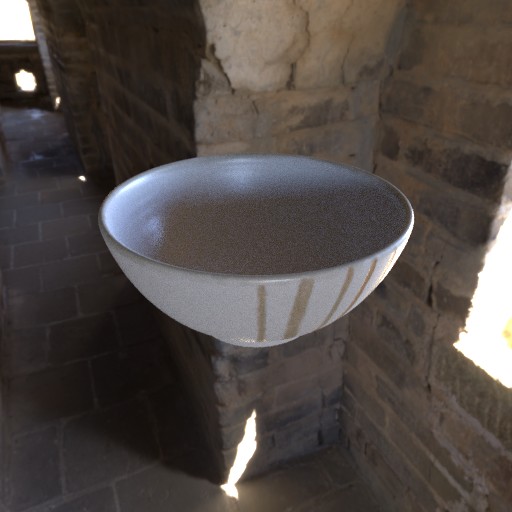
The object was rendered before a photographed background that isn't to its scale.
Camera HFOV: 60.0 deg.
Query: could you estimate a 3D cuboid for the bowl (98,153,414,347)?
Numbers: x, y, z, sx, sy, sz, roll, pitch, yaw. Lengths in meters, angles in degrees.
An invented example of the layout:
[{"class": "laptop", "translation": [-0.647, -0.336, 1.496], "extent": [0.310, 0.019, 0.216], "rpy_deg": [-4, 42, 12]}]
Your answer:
[{"class": "bowl", "translation": [0.000, 0.000, 0.422], "extent": [0.268, 0.121, 0.268], "rpy_deg": [0, 30, 0]}]
